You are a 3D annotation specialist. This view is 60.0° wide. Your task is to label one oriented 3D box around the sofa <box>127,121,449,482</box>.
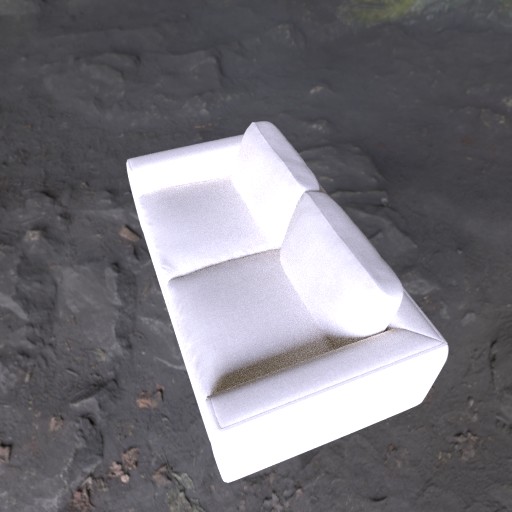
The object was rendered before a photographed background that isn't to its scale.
[{"bbox_3d":[0.000,0.000,2.456,1.069,0.801,1.920,-16,48,-15],"label":"sofa"}]
